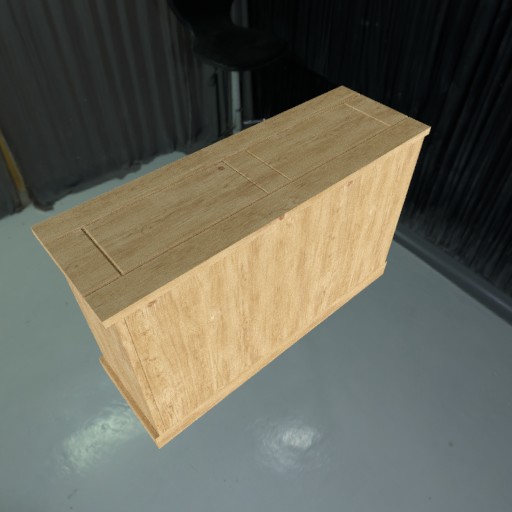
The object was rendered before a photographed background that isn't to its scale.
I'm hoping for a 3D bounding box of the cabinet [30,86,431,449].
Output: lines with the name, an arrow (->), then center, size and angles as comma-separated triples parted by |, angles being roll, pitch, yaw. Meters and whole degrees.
cabinet -> 0.000, 0.000, 1.736 | 1.321, 0.810, 0.432 | -32, 54, -27
